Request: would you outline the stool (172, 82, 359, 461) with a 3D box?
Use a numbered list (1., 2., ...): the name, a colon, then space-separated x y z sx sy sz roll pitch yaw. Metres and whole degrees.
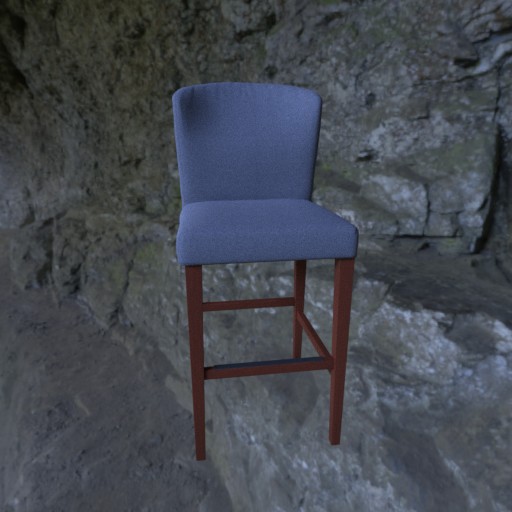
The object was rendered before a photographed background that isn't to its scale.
1. stool: 0.000 0.000 1.404 0.481 1.069 0.568 -3 17 -9
